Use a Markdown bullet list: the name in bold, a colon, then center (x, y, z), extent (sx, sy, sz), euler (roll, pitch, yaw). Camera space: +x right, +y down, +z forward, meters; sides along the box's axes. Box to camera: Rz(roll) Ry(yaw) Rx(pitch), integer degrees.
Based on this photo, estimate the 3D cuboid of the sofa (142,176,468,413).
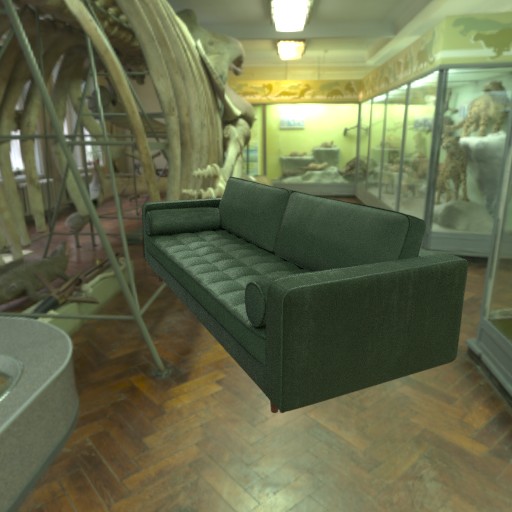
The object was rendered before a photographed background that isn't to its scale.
- **sofa**: center (0.000, 0.000, 2.641), extent (0.918, 0.769, 2.199), euler (-7, 17, -25)
